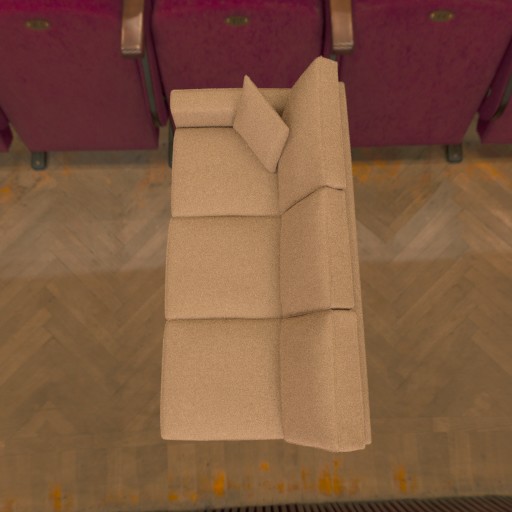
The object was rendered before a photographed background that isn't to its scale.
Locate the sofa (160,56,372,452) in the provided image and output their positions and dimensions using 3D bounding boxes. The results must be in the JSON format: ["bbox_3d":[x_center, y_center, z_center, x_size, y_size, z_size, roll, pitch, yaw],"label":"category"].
[{"bbox_3d":[0.000,0.000,2.523,1.034,0.946,1.962,-1,75,0],"label":"sofa"}]
